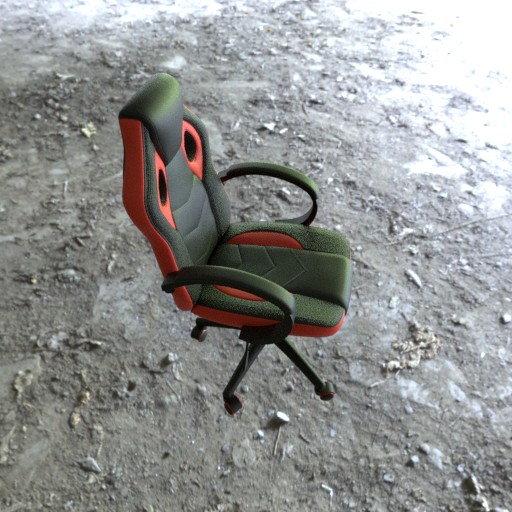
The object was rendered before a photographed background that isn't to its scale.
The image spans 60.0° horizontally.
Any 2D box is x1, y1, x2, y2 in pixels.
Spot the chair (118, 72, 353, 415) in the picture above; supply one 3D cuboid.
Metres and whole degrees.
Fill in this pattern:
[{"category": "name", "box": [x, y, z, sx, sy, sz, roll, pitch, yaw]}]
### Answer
[{"category": "chair", "box": [0.000, 0.000, 1.383, 0.642, 1.016, 0.600, 9, 46, 9]}]
